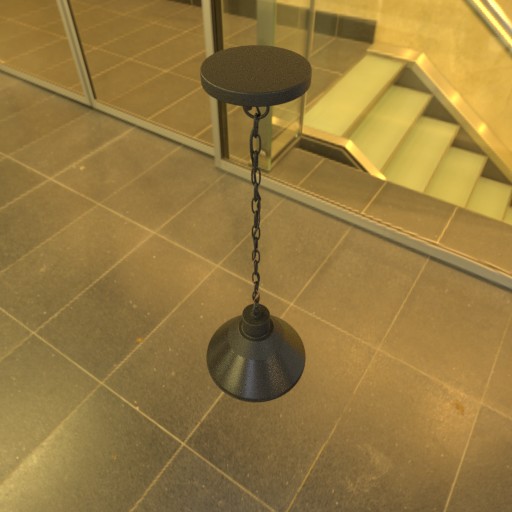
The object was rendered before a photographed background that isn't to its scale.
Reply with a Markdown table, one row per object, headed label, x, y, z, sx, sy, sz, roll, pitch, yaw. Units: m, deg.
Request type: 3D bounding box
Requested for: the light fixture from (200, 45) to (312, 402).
| label | x | y | z | sx | sy | sz | roll | pitch | yaw |
| --- | --- | --- | --- | --- | --- | --- | --- | --- | --- |
| light fixture | 0.000 | 0.000 | 0.688 | 0.201 | 0.588 | 0.201 | 11 | 47 | 10 |
